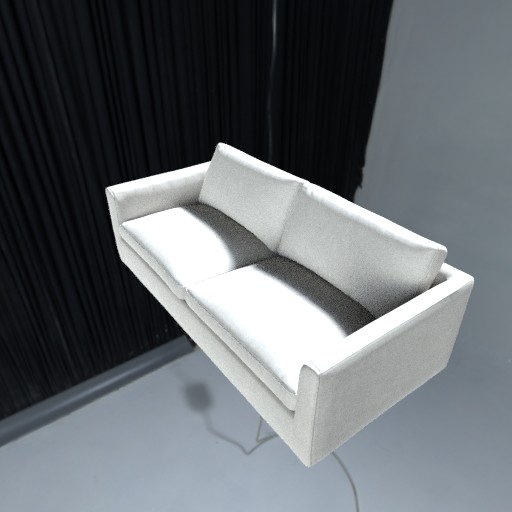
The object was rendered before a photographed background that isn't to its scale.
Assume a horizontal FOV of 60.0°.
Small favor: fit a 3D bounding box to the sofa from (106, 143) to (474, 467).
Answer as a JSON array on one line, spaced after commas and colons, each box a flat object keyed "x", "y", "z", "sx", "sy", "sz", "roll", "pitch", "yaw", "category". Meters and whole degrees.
[{"x": 0.000, "y": 0.000, "z": 2.814, "sx": 1.090, "sy": 0.838, "sz": 2.588, "roll": -21, "pitch": 37, "yaw": -30, "category": "sofa"}]
